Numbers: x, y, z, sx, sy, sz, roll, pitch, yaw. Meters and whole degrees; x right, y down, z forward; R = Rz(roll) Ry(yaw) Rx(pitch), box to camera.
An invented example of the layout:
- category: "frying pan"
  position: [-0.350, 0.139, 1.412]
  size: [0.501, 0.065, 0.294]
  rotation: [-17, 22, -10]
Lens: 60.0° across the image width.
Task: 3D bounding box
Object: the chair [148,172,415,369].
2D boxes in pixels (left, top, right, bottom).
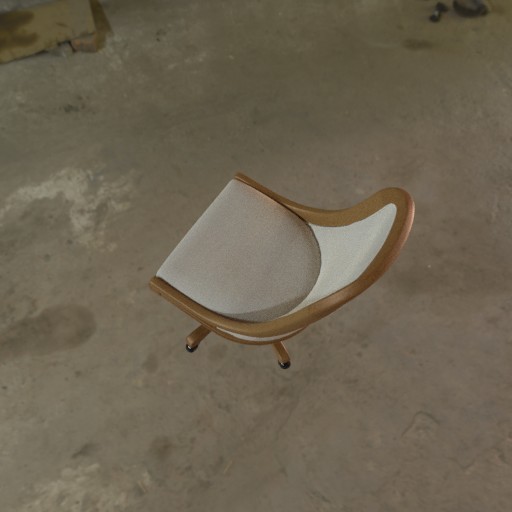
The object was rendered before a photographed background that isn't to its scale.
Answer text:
- category: "chair"
  position: [0.000, 0.000, 1.577]
  size: [0.811, 1.009, 0.702]
  rotation: [30, 68, 13]
